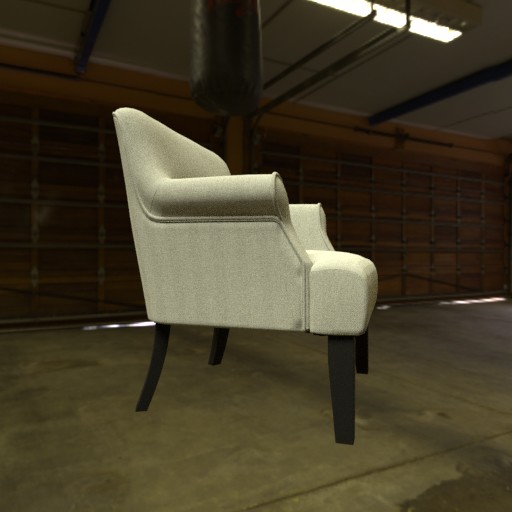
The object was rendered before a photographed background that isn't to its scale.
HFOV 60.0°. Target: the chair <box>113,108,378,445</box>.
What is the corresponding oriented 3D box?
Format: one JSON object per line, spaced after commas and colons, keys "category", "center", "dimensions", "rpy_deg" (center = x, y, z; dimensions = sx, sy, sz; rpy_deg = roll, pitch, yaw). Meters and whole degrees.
{"category": "chair", "center": [0.000, 0.000, 1.450], "dimensions": [0.750, 0.875, 0.781], "rpy_deg": [0, 0, 17]}
